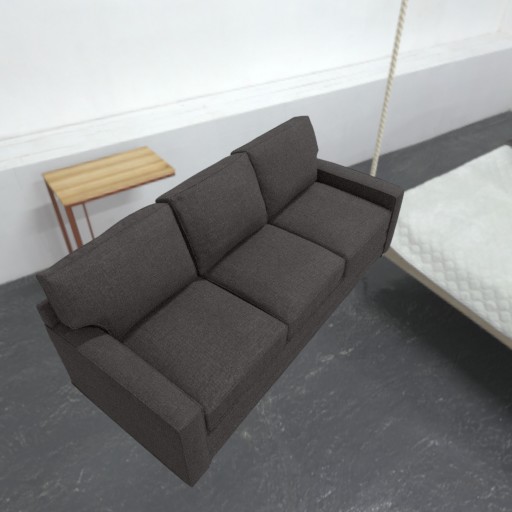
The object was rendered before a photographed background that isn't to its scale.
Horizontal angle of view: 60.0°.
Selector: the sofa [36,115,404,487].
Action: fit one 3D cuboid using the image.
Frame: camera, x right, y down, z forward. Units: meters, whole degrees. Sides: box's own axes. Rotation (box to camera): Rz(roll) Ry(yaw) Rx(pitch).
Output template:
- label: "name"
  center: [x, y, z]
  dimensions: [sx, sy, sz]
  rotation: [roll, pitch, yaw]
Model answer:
- label: "sofa"
  center: [0.000, 0.000, 2.839]
  dimensions: [1.004, 0.978, 2.369]
  rotation: [26, 47, 27]
